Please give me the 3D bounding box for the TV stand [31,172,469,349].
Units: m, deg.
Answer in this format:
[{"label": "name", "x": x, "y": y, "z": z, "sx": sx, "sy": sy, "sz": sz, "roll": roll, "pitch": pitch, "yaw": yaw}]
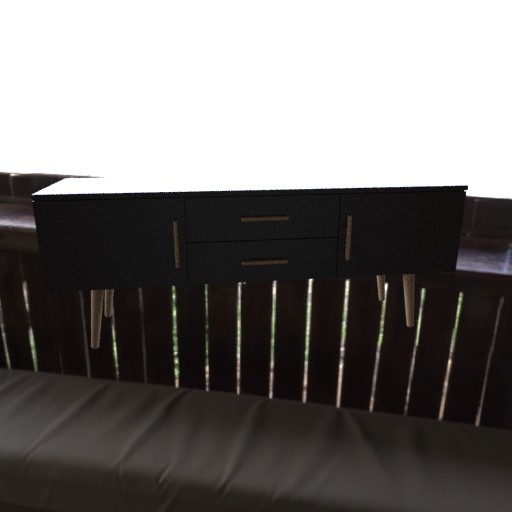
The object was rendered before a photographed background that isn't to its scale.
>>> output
[{"label": "TV stand", "x": 0.000, "y": 0.000, "z": 1.559, "sx": 1.312, "sy": 0.518, "sz": 0.390, "roll": -2, "pitch": 17, "yaw": -8}]
